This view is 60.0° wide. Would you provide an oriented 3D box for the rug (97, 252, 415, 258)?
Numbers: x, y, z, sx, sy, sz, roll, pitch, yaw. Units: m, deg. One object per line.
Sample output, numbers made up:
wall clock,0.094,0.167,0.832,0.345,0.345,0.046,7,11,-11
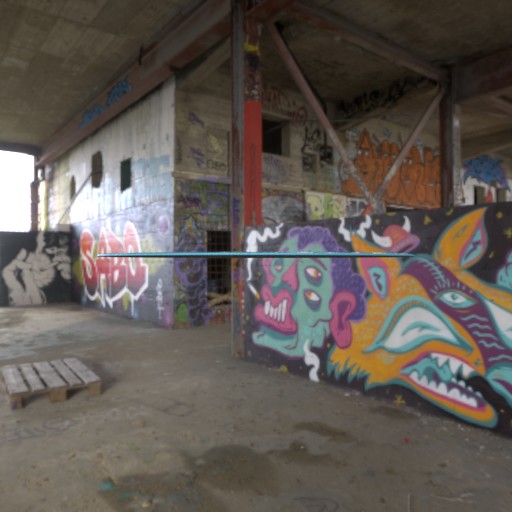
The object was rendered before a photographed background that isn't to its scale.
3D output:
rug,0.000,0.000,2.359,1.593,0.012,1.593,0,-1,0
